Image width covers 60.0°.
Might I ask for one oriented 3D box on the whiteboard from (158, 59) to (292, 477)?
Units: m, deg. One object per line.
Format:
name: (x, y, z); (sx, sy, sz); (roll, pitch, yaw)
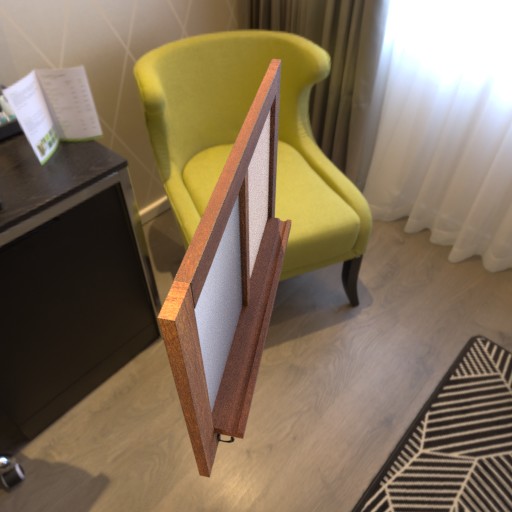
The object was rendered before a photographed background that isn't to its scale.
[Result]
whiteboard: (0.000, 0.000, 0.997); (0.083, 0.559, 0.783); (8, 46, 8)
